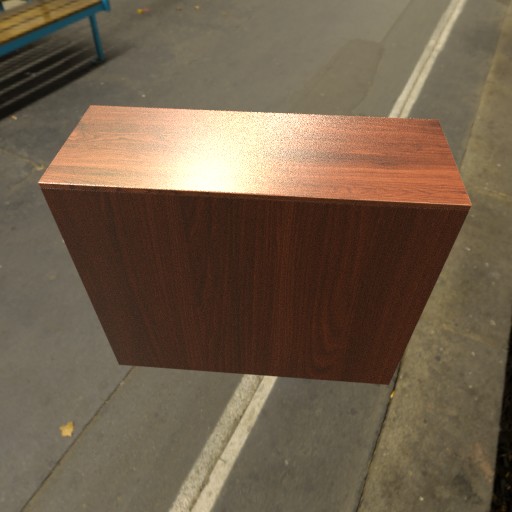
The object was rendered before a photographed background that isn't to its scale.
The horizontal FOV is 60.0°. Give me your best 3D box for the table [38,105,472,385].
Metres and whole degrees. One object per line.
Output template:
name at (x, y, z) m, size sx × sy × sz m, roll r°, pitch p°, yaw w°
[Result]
table at (0.000, 0.000, 1.362) m, size 0.930 × 0.790 × 0.380 m, roll 3°, pitch 47°, yaw 3°
